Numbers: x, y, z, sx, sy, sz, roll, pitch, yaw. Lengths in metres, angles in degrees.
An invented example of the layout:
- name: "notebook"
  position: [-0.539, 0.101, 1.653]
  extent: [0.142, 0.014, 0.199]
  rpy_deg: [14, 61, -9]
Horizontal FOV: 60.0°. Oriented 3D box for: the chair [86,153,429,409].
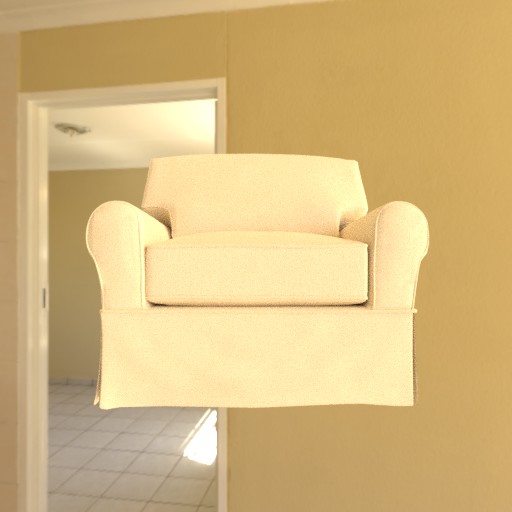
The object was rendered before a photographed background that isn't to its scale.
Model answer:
- name: "chair"
  position: [0.000, 0.000, 1.797]
  extent: [1.099, 0.958, 0.904]
  rpy_deg: [0, 0, -1]
